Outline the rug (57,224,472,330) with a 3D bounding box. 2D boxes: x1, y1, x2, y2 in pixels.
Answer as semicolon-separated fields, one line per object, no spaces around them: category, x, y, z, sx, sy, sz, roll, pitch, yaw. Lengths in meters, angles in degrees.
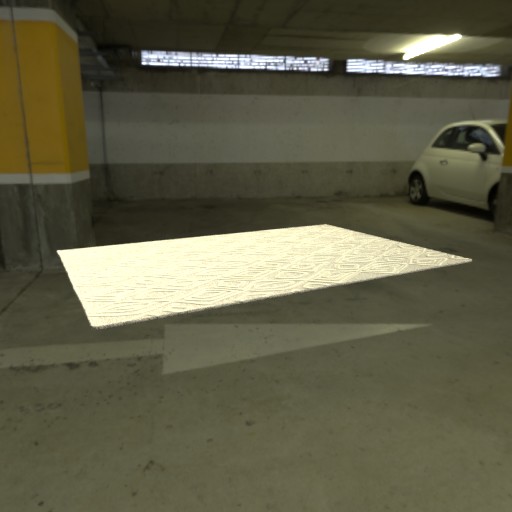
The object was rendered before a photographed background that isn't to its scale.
rug;0.000;0.000;2.331;1.832;0.016;1.224;-7;15;-28
